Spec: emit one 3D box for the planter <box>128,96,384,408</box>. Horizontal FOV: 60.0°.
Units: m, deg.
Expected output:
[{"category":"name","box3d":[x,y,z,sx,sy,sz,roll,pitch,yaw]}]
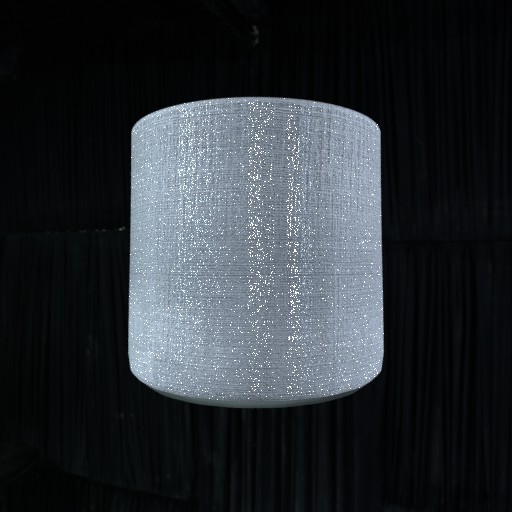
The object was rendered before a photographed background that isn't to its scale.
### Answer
[{"category":"planter","box3d":[0.000,0.000,0.290,0.160,0.156,0.160,0,-1,0]}]
